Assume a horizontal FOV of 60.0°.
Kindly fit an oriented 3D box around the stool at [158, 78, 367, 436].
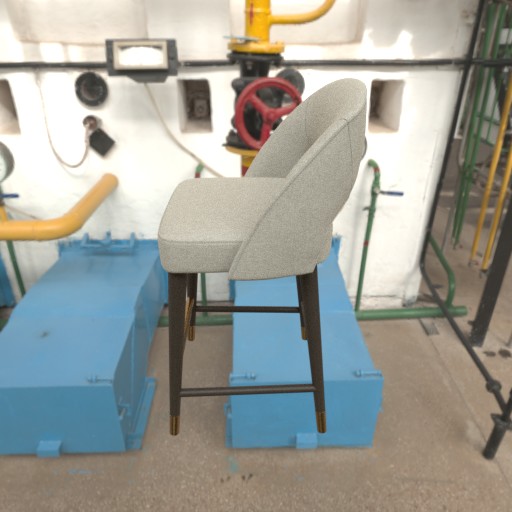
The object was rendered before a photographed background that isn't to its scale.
[{"bbox_3d":[0.000,0.000,1.265,0.509,0.940,0.494,0,28,-1],"label":"stool"}]
